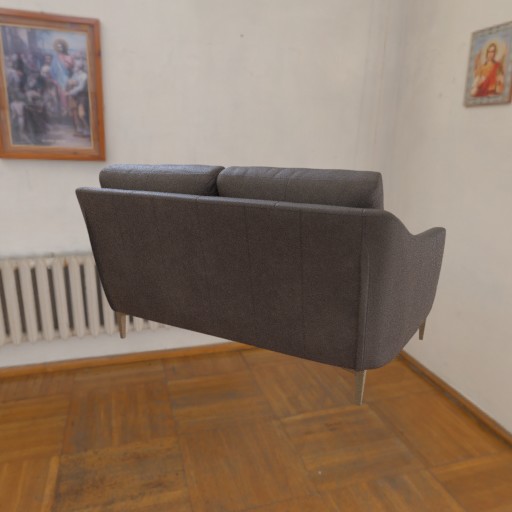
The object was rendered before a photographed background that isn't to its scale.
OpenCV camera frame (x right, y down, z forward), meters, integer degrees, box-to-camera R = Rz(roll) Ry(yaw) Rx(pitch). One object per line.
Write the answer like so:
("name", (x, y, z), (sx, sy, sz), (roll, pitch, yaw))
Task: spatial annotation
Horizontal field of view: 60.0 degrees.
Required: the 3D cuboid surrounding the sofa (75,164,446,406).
("sofa", (0.000, 0.000, 2.173), (1.619, 0.902, 0.960), (8, 17, 27))
